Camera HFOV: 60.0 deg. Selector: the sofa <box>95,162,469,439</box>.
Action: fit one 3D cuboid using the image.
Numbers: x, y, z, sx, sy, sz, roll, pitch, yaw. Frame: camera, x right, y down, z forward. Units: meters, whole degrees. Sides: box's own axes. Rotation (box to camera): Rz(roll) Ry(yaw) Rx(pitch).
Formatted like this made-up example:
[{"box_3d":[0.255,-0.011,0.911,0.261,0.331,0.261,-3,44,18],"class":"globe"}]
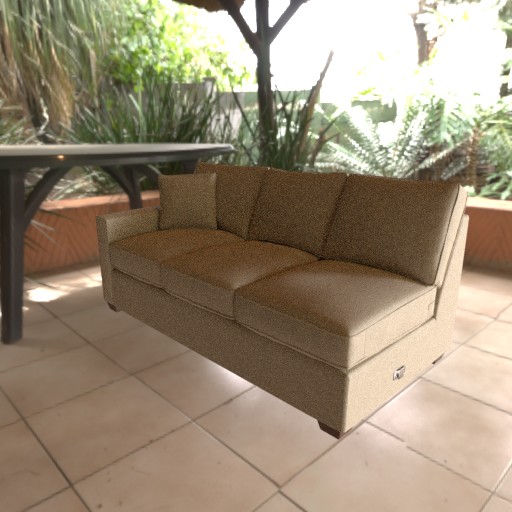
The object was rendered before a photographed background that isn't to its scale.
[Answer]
[{"box_3d":[0.000,0.000,2.543,1.034,0.946,1.962,-15,22,-43],"class":"sofa"}]
